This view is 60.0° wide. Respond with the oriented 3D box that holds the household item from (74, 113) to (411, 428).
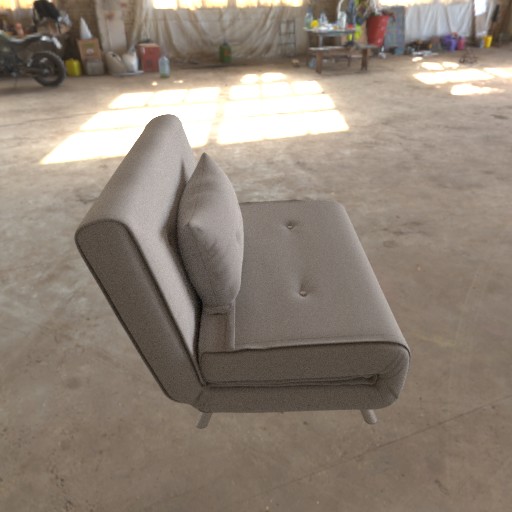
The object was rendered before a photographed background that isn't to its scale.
[{"bbox_3d":[0.000,0.000,1.626,0.874,0.800,1.000,-1,32,-1],"label":"household item"}]
